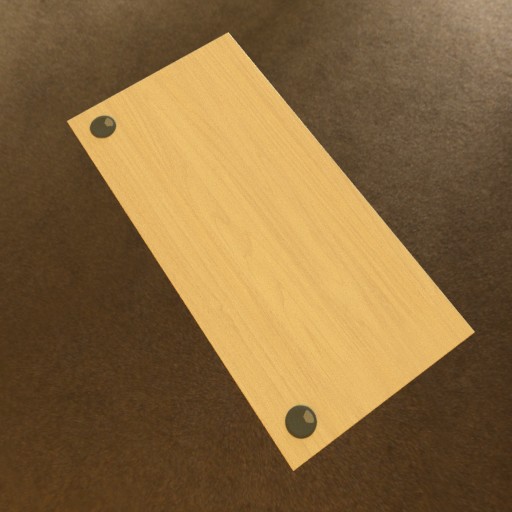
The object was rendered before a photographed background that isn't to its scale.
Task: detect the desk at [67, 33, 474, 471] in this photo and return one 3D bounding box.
[{"bbox_3d":[0.000,0.000,1.638,0.600,0.750,1.200,-33,76,-9],"label":"desk"}]
